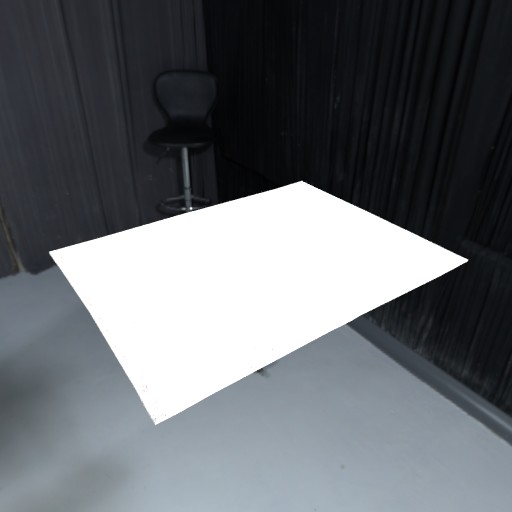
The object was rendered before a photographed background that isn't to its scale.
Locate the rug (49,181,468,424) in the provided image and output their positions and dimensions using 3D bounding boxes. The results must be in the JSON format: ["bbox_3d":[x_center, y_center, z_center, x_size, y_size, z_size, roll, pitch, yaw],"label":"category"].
[{"bbox_3d":[0.000,0.000,4.998,3.778,0.053,2.873,-20,36,-29],"label":"rug"}]
